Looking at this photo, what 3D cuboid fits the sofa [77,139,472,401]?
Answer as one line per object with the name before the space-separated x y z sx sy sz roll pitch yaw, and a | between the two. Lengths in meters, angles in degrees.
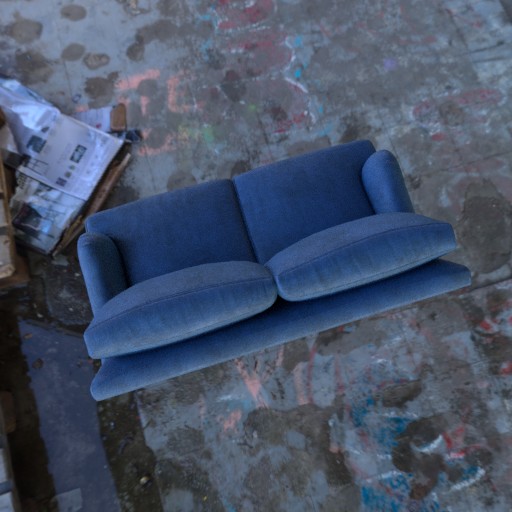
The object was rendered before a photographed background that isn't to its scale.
sofa | 0.000 0.000 2.529 1.853 1.101 1.084 -16 75 -5
